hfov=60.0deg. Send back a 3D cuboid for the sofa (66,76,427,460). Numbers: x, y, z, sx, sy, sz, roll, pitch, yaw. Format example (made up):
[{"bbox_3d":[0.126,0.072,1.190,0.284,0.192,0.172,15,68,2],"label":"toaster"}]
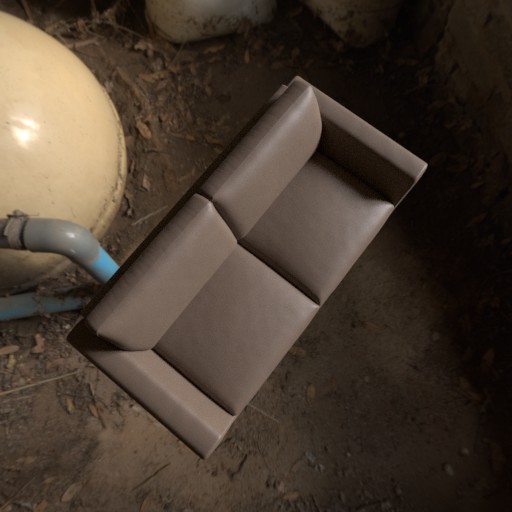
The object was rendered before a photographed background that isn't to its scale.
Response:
[{"bbox_3d":[0.000,0.000,2.570,0.953,0.875,2.017,38,79,8],"label":"sofa"}]
